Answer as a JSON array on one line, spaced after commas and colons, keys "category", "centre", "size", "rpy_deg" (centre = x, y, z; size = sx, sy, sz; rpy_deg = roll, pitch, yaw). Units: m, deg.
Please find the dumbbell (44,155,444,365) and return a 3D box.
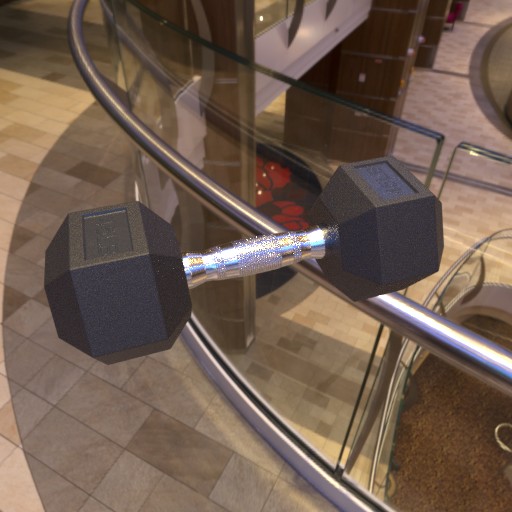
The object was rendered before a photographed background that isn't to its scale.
[{"category": "dumbbell", "centre": [0.000, 0.000, 0.421], "size": [0.356, 0.123, 0.141], "rpy_deg": [-12, 44, -13]}]
